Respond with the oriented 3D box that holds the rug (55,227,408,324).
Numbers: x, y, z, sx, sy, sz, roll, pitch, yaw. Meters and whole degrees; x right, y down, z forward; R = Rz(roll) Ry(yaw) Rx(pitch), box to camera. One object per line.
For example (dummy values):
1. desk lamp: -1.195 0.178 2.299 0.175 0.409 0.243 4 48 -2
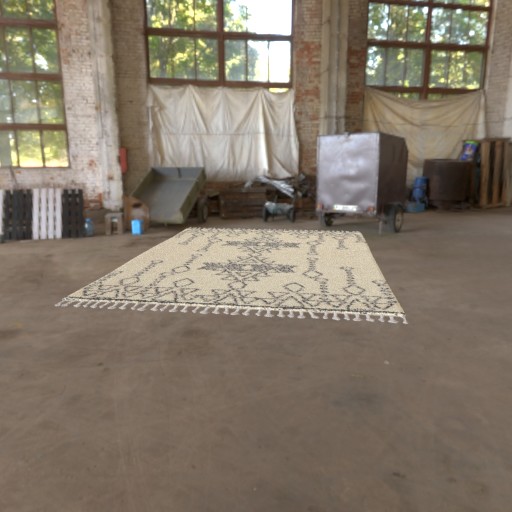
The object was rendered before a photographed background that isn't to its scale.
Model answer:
1. rug: 0.000 0.000 4.035 2.125 0.028 3.027 2 13 8
